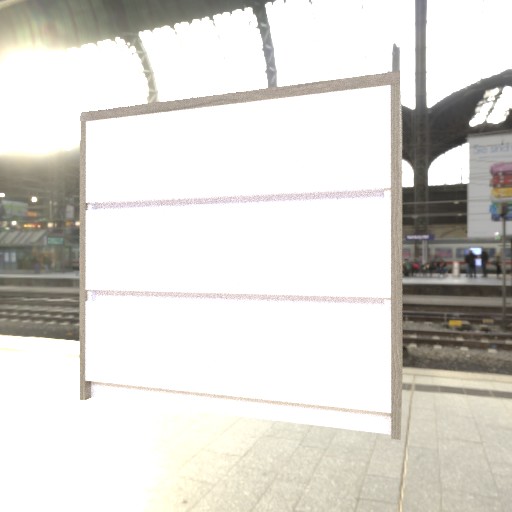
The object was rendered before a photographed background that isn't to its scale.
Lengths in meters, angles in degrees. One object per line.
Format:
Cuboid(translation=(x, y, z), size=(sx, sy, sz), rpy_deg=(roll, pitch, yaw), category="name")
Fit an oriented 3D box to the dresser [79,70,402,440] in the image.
Cuboid(translation=(0.000, 0.000, 1.293), size=(0.809, 0.762, 0.529), rpy_deg=(0, 0, 19), category="dresser")
